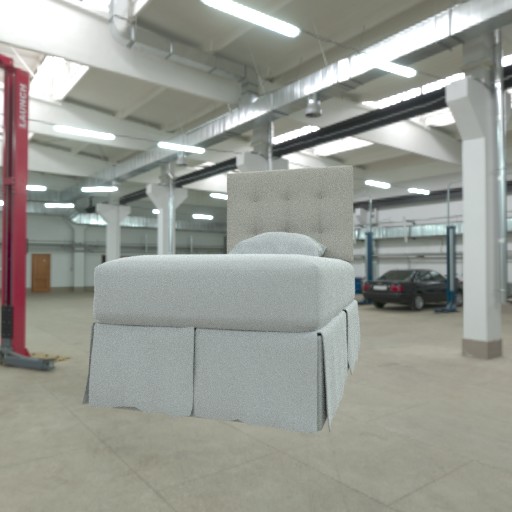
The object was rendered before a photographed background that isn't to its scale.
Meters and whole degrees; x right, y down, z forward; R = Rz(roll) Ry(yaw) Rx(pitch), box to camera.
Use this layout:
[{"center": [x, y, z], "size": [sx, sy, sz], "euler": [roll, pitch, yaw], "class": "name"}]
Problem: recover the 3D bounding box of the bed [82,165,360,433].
[{"center": [0.000, 0.000, 3.002], "size": [1.261, 1.571, 1.997], "euler": [0, -1, 17], "class": "bed"}]
